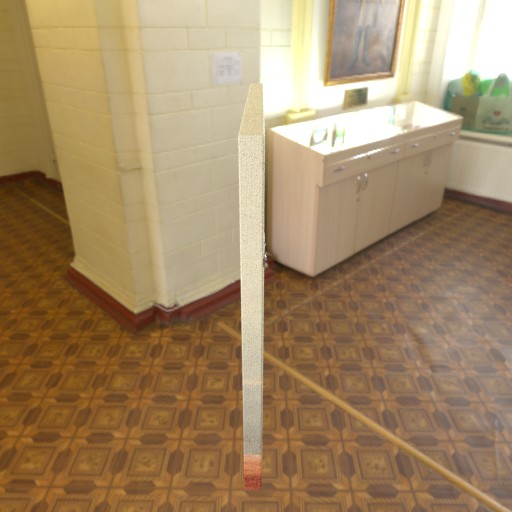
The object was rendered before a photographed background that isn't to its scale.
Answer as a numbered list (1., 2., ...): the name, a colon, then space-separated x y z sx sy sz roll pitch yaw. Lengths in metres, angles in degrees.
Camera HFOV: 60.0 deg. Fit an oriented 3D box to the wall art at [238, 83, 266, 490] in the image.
1. wall art: 0.000 0.000 0.605 0.023 0.405 0.405 0 26 1
